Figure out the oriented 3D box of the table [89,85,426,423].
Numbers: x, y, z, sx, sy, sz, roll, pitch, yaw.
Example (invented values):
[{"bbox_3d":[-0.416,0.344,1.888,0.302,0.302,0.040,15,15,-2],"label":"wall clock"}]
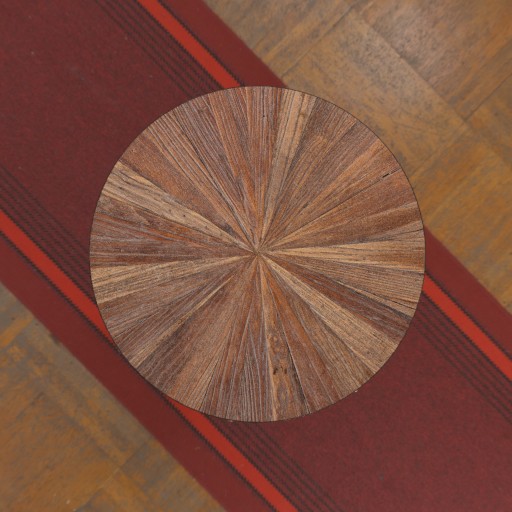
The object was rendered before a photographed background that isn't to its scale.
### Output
[{"bbox_3d":[0.000,0.000,1.487,0.885,0.658,0.885,0,88,-1],"label":"table"}]
